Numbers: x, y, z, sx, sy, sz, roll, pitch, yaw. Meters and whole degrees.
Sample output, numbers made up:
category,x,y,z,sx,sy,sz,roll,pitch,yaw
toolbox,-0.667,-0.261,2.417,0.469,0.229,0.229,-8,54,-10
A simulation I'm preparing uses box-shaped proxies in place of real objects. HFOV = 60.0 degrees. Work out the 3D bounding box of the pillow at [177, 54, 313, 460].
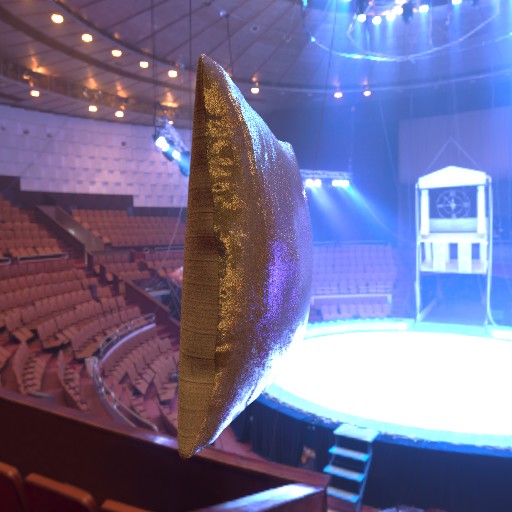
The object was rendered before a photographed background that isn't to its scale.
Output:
category,x,y,z,sx,sy,sz,roll,pitch,yaw
pillow,0.000,0.000,0.722,0.175,0.464,0.470,1,2,17
